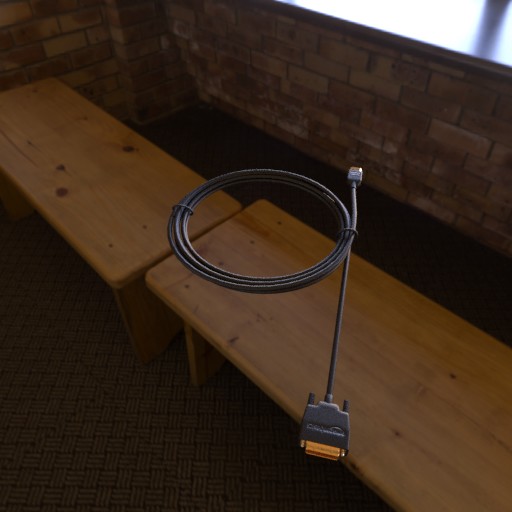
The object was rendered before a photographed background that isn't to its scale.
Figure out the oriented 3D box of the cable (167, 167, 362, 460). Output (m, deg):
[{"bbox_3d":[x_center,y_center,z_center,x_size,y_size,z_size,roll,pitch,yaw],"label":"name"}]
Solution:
[{"bbox_3d":[0.000,0.000,0.531,0.257,0.030,0.422,9,46,9],"label":"cable"}]
